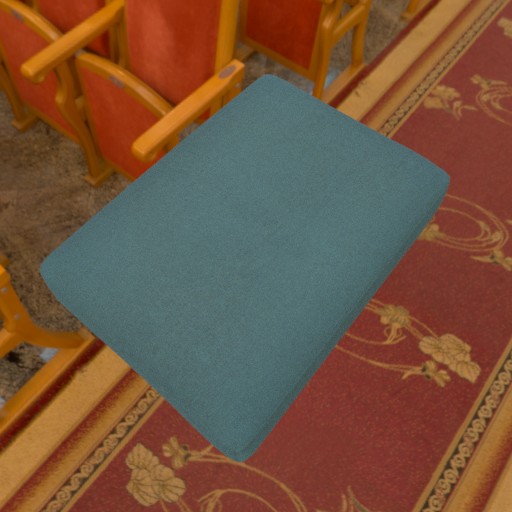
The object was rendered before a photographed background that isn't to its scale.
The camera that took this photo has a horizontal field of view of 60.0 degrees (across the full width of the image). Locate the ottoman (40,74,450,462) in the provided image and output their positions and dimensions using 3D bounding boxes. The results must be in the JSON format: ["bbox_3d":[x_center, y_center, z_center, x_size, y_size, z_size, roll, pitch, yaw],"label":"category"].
[{"bbox_3d":[0.000,0.000,1.054,0.549,0.428,0.749,36,68,17],"label":"ottoman"}]
